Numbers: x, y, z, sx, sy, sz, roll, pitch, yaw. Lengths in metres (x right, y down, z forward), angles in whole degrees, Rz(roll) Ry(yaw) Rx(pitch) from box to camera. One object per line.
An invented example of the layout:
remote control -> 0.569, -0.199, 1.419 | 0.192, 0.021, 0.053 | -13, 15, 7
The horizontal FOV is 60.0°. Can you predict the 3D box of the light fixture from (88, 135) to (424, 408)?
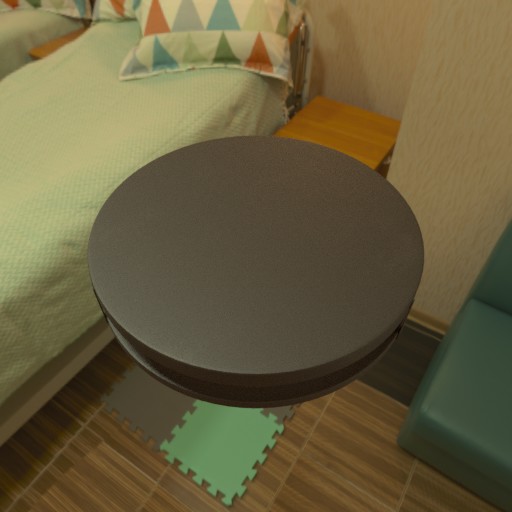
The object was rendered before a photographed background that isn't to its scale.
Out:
light fixture -> 0.000, 0.000, 0.518 | 0.356, 0.102, 0.356 | 0, 47, 0
